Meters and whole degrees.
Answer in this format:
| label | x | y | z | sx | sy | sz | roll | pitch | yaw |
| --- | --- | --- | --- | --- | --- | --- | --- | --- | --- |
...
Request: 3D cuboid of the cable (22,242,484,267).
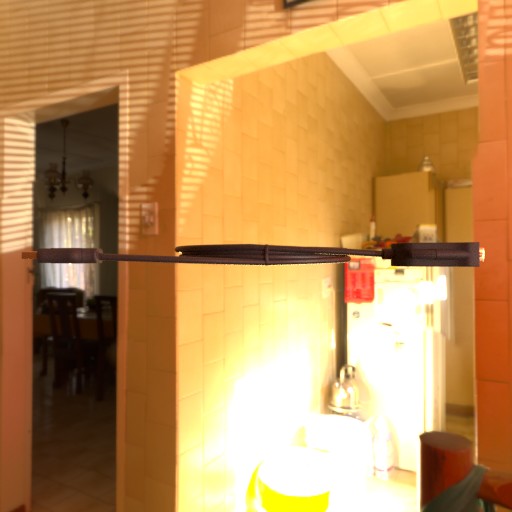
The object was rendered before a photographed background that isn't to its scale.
| label | x | y | z | sx | sy | sz | roll | pitch | yaw |
| --- | --- | --- | --- | --- | --- | --- | --- | --- | --- |
| cable | 0.000 | 0.000 | 0.332 | 0.281 | 0.015 | 0.136 | 0 | -1 | -1 |
